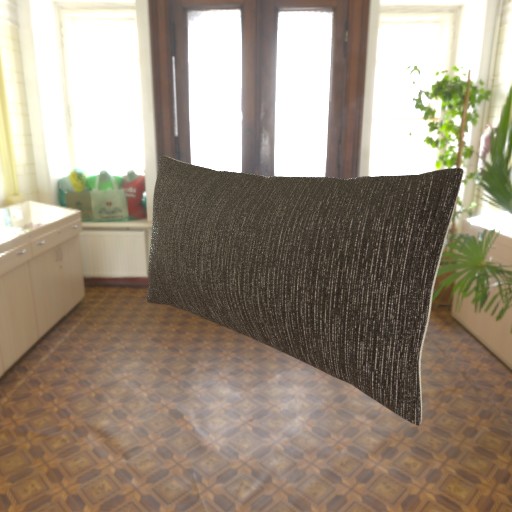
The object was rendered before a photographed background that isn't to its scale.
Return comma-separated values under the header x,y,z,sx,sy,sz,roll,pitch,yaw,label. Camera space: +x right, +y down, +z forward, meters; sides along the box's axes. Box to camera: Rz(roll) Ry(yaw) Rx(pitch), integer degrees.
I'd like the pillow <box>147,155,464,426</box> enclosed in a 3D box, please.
x,y,z,sx,sy,sz,roll,pitch,yaw,label
0.000,0.000,0.722,0.608,0.305,0.156,14,20,43,pillow
